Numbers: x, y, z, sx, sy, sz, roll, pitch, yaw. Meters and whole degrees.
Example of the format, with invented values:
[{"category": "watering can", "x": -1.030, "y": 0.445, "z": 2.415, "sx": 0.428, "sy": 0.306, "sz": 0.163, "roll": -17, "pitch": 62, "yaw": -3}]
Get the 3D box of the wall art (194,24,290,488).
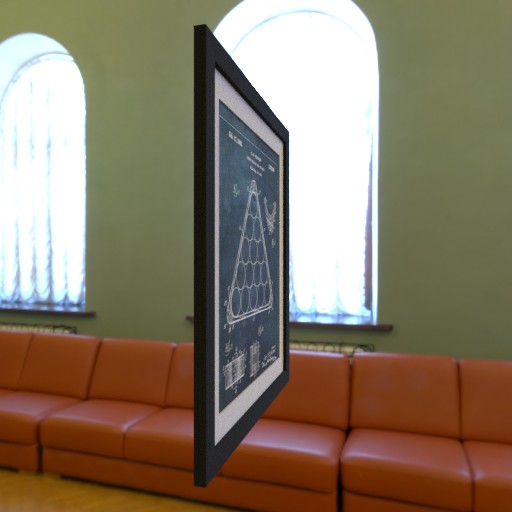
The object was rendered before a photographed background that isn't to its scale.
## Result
[{"category": "wall art", "x": 0.000, "y": 0.000, "z": 0.495, "sx": 0.010, "sy": 0.361, "sz": 0.311, "roll": 0, "pitch": 0, "yaw": 16}]
